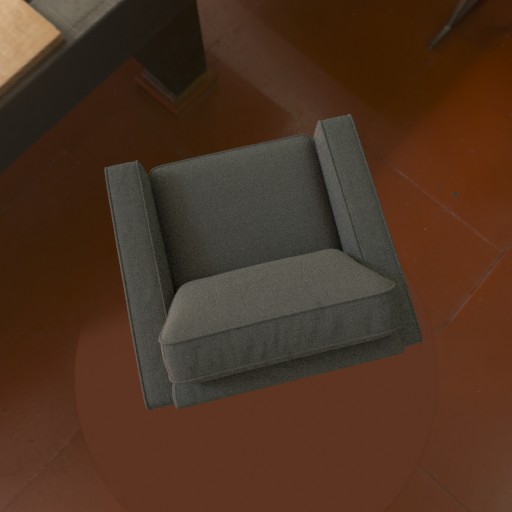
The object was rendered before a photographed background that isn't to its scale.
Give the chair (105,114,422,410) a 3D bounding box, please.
[{"bbox_3d":[0.000,0.000,1.729,1.017,0.919,0.940,-13,77,-3],"label":"chair"}]
